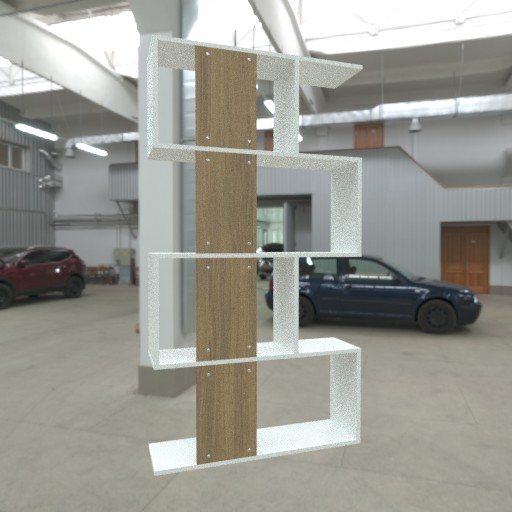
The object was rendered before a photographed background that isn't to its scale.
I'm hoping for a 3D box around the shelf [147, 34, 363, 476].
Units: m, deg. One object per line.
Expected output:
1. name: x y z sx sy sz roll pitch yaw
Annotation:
1. shelf: 0.000 0.000 1.912 0.890 1.650 0.250 0 1 -18
